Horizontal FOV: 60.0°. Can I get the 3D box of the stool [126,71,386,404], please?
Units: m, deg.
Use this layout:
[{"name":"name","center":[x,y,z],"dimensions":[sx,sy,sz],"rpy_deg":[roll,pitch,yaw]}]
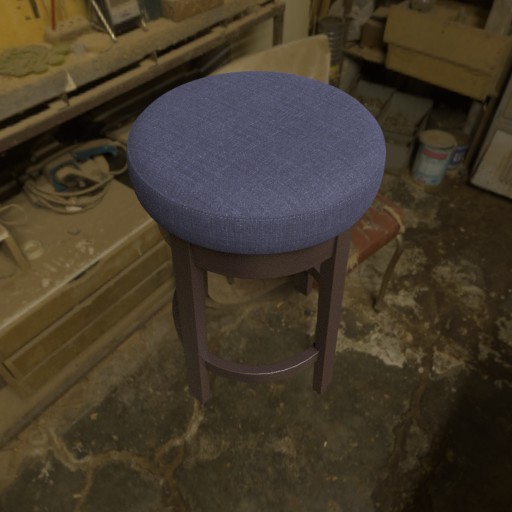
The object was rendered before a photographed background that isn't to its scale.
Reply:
[{"name":"stool","center":[0.000,0.000,0.950],"dimensions":[0.449,0.655,0.449],"rpy_deg":[0,47,0]}]
